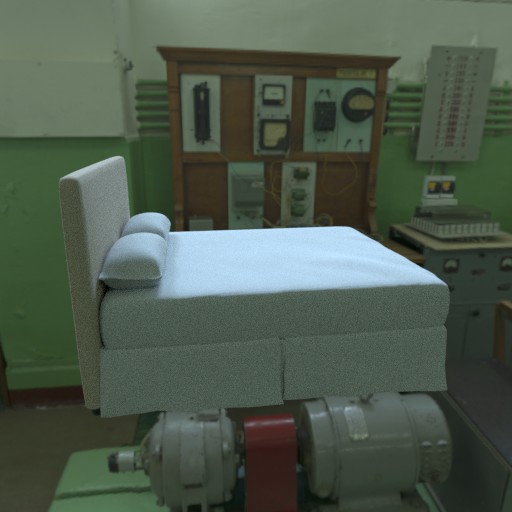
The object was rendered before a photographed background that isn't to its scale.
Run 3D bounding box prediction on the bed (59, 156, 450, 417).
[{"bbox_3d":[0.000,0.000,3.157,2.142,1.330,1.748,-2,16,-9],"label":"bed"}]
